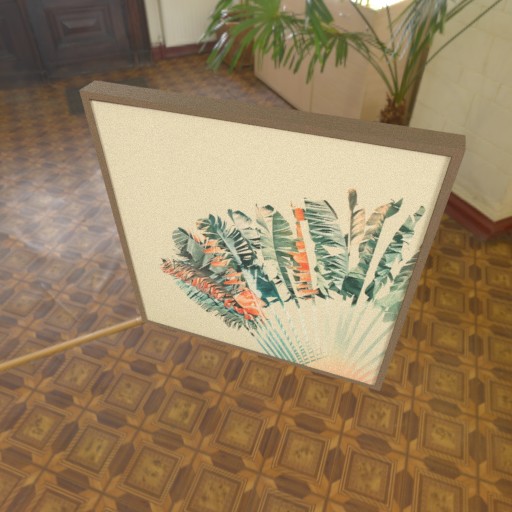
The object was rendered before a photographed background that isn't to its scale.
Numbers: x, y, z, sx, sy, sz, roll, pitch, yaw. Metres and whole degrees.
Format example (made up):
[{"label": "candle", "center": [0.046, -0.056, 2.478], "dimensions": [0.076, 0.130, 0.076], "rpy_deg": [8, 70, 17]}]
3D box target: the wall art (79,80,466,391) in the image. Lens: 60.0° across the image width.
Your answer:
[{"label": "wall art", "center": [0.000, 0.000, 0.740], "dimensions": [0.508, 0.506, 0.038], "rpy_deg": [13, 44, 14]}]
